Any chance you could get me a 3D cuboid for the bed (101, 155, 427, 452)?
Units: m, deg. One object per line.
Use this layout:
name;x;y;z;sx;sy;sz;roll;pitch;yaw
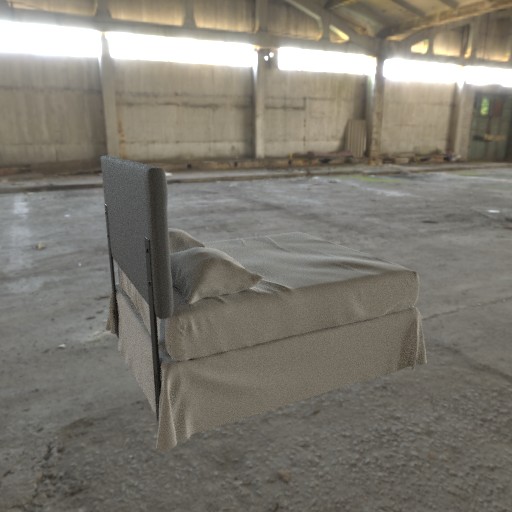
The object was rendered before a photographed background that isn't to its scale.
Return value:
bed;0.000;0.000;3.602;2.222;1.577;1.936;-8;17;-26
